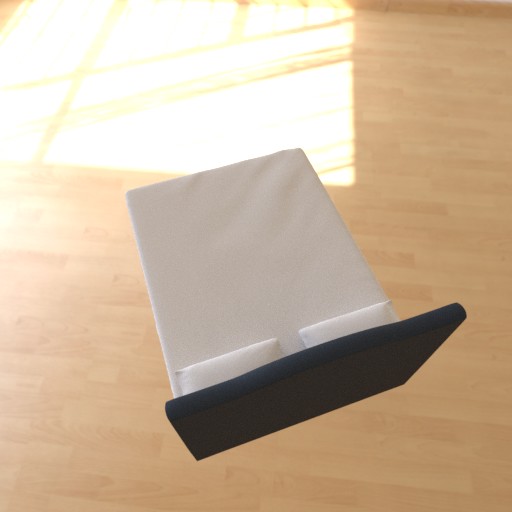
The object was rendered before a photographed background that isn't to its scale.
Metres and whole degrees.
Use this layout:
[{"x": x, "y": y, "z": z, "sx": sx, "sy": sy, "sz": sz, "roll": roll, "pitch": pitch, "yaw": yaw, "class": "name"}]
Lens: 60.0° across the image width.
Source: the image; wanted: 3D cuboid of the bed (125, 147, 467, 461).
[{"x": 0.000, "y": 0.000, "z": 3.403, "sx": 1.821, "sy": 1.436, "sz": 2.282, "roll": -16, "pitch": 59, "yaw": -10, "class": "bed"}]
